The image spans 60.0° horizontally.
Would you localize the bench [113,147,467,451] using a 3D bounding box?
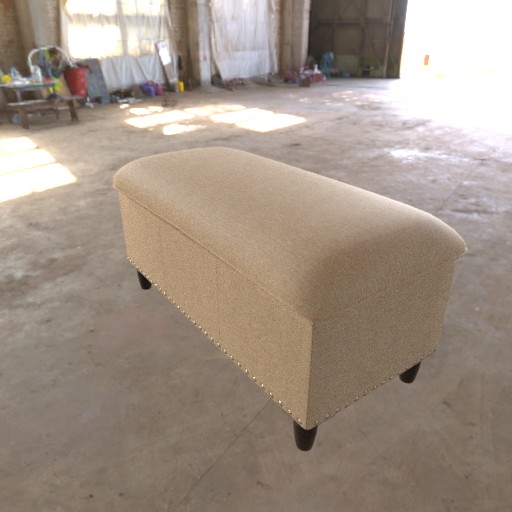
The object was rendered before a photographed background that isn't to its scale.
[{"bbox_3d":[0.000,0.000,1.260,0.483,0.483,0.991,-18,31,-32],"label":"bench"}]
